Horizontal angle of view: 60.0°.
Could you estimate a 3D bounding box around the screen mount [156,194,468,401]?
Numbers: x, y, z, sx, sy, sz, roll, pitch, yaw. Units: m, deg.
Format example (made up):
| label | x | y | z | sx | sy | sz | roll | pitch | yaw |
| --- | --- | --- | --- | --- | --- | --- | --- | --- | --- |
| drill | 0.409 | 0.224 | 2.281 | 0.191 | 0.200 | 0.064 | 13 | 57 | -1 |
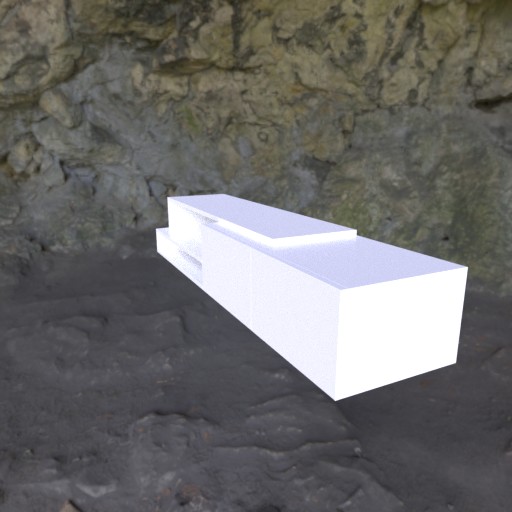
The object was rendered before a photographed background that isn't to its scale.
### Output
| label | x | y | z | sx | sy | sz | roll | pitch | yaw |
| --- | --- | --- | --- | --- | --- | --- | --- | --- | --- |
| screen mount | 0.000 | 0.000 | 1.853 | 0.420 | 0.320 | 1.680 | -7 | 16 | -26 |
